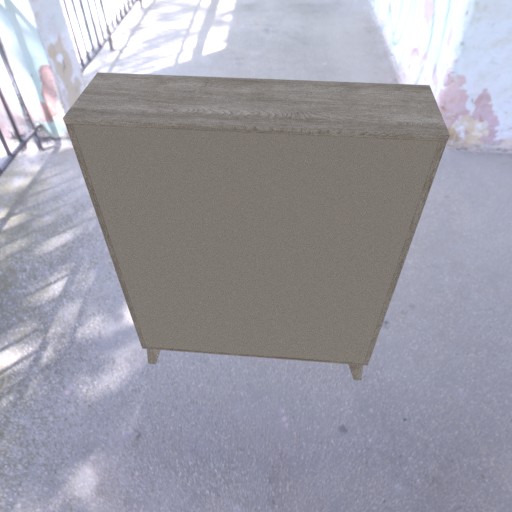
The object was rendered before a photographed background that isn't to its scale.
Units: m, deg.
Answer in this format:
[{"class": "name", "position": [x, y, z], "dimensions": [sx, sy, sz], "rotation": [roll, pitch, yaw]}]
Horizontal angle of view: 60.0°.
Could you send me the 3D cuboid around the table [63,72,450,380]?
[{"class": "table", "position": [0.000, 0.000, 1.527], "dimensions": [0.902, 1.135, 0.256], "rotation": [4, 46, 3]}]
